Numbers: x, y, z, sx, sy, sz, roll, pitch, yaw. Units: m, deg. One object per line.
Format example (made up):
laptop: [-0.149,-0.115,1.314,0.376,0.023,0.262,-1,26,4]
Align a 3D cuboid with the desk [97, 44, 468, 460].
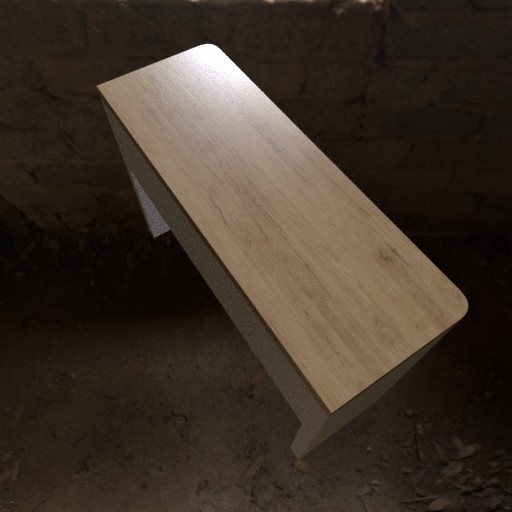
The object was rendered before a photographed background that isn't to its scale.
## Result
desk: [0.000,0.000,1.441,0.390,0.760,1.100,-30,64,-16]
